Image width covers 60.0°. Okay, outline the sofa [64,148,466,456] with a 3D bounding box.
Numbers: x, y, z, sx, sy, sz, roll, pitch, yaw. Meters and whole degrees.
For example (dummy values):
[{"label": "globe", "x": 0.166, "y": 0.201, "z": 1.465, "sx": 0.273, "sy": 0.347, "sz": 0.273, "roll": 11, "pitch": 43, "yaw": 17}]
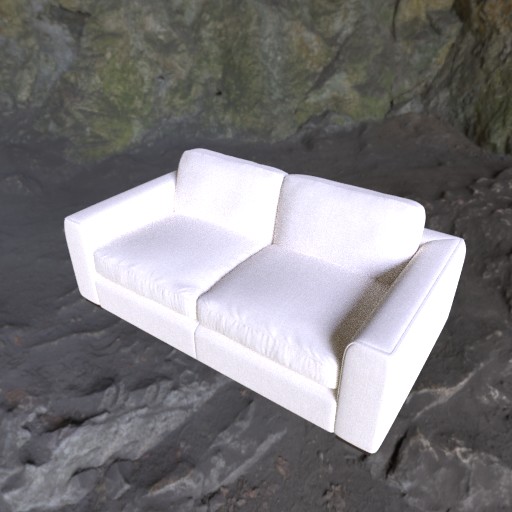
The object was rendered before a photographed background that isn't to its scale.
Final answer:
[{"label": "sofa", "x": 0.000, "y": 0.000, "z": 2.426, "sx": 1.920, "sy": 0.801, "sz": 1.069, "roll": 20, "pitch": 37, "yaw": 29}]
